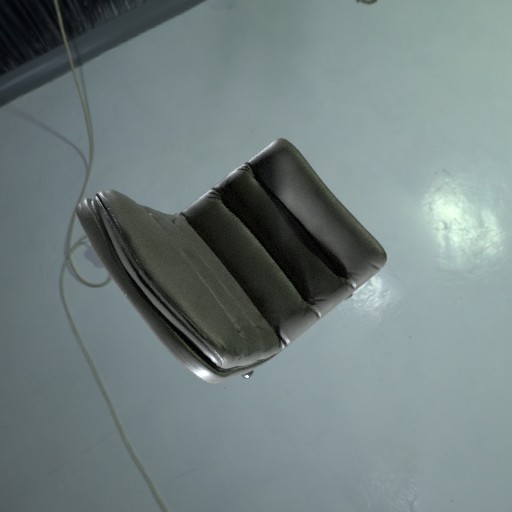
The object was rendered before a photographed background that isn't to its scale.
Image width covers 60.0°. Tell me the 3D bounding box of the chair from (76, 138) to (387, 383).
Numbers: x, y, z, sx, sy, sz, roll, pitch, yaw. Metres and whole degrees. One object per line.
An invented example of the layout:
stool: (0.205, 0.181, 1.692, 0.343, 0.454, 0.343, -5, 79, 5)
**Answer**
chair: (0.000, 0.000, 1.021, 0.485, 0.738, 0.422, -37, 79, -9)
